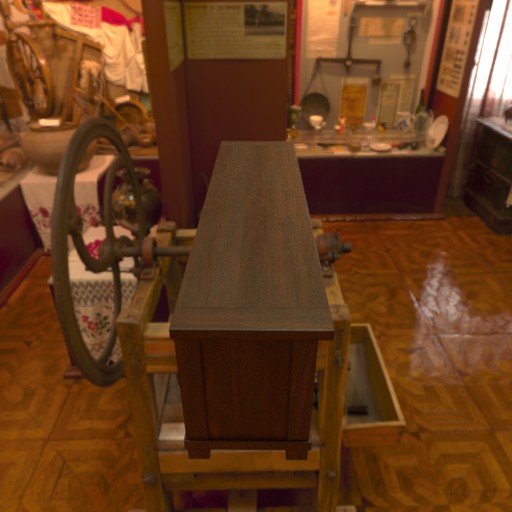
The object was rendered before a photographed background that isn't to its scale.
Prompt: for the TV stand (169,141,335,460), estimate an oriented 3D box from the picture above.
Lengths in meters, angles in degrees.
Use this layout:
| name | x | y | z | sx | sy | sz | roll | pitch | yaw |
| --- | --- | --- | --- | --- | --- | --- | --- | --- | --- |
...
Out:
| name | x | y | z | sx | sy | sz | roll | pitch | yaw |
| --- | --- | --- | --- | --- | --- | --- | --- | --- | --- |
| TV stand | 0.000 | 0.000 | 2.186 | 0.471 | 0.615 | 1.866 | 0 | 30 | 1 |
